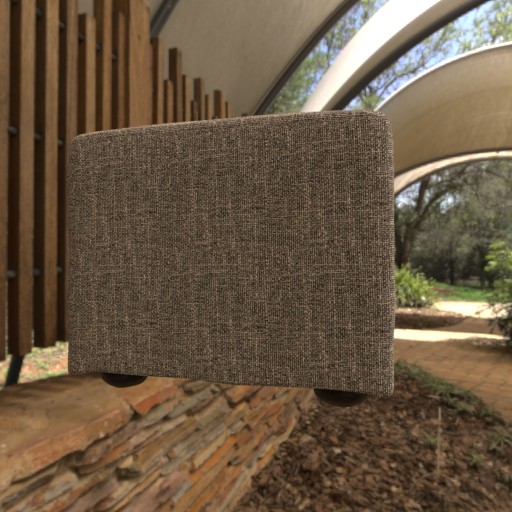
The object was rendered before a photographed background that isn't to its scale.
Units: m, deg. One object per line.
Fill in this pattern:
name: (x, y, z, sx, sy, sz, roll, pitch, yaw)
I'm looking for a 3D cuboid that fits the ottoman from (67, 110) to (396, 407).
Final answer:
ottoman: (0.000, 0.000, 0.897, 0.521, 0.453, 0.512, 0, 0, 15)
